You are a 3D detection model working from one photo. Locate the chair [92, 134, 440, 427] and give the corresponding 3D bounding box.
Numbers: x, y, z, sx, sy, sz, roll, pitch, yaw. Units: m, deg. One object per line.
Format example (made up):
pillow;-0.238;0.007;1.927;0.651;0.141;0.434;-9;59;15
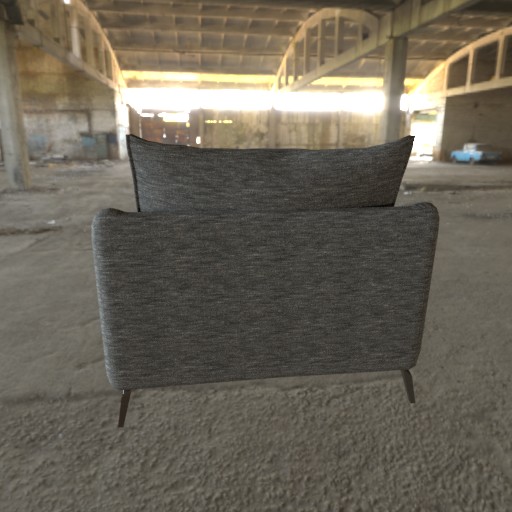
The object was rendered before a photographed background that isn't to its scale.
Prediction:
chair;0.000;0.000;1.604;1.004;0.842;0.805;-2;15;-8
